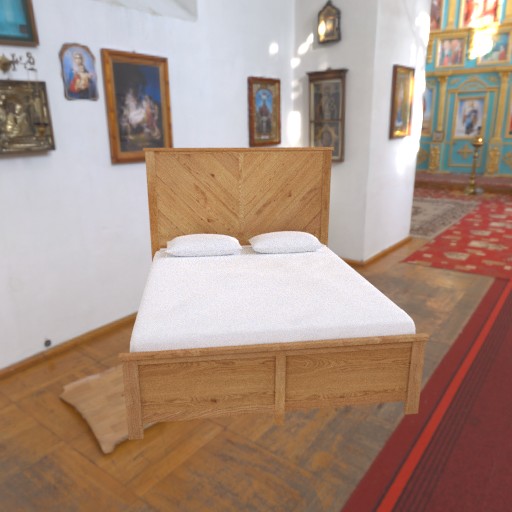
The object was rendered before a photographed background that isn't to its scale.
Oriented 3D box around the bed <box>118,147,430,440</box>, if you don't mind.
[{"bbox_3d":[0.000,0.000,4.241,2.225,1.938,2.530,-2,16,-8],"label":"bed"}]
